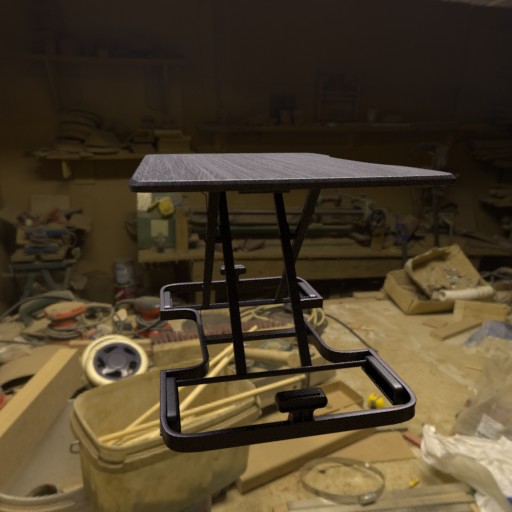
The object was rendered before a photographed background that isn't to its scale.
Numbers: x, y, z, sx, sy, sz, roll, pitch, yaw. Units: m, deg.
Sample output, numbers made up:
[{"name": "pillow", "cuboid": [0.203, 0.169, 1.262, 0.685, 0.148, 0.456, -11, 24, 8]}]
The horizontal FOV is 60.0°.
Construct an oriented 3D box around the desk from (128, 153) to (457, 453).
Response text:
[{"name": "desk", "cuboid": [0.000, 0.000, 1.122, 0.546, 0.470, 0.820, -3, 16, -11]}]
